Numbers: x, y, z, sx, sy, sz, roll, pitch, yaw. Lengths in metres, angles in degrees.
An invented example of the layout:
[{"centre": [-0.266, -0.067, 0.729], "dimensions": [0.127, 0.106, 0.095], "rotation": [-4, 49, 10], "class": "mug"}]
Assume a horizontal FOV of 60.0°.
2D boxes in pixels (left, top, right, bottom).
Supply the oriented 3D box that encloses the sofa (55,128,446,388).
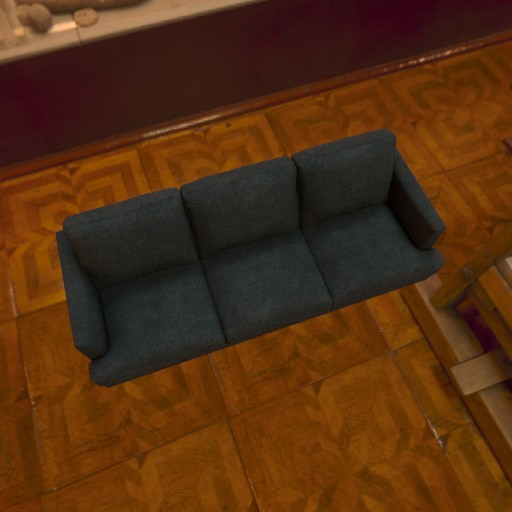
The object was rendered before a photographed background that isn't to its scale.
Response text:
[{"centre": [0.000, 0.000, 2.786], "dimensions": [2.246, 0.930, 0.903], "rotation": [-17, 64, -9], "class": "sofa"}]
